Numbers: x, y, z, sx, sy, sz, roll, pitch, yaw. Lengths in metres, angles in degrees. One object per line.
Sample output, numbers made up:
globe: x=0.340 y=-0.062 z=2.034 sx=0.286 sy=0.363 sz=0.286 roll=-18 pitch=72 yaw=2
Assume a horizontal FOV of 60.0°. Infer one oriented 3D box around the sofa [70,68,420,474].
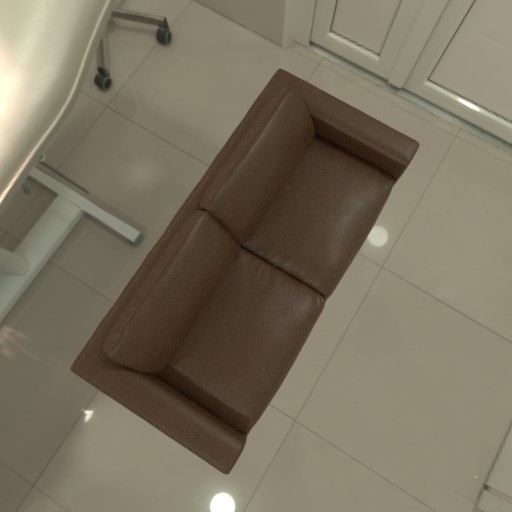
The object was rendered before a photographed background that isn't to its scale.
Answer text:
sofa: x=0.000 y=0.000 z=2.758 sx=1.070 sy=0.801 sz=2.262 roll=31 pitch=78 yaw=7
